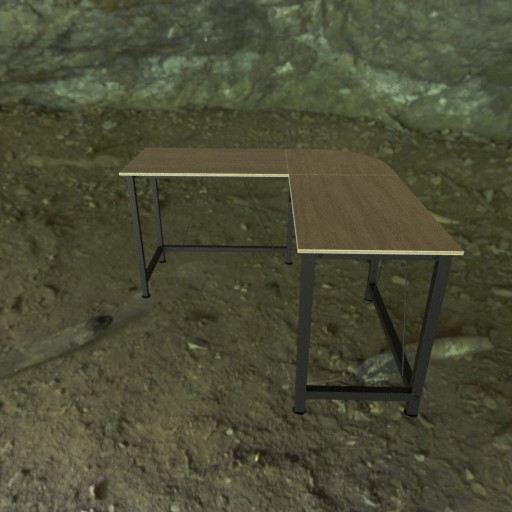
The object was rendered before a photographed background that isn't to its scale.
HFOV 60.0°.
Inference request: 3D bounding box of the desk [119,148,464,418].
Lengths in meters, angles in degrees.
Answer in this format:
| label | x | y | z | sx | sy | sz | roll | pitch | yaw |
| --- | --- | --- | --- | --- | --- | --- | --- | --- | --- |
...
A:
| label | x | y | z | sx | sy | sz | roll | pitch | yaw |
| --- | --- | --- | --- | --- | --- | --- | --- | --- | --- |
| desk | 0.000 | 0.000 | 2.261 | 1.400 | 0.762 | 1.400 | 1 | 27 | 2 |
